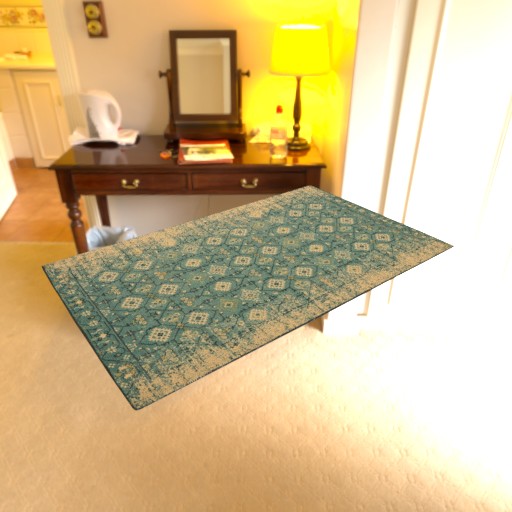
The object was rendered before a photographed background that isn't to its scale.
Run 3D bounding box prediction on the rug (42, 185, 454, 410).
[{"bbox_3d":[0.000,0.000,2.233,1.795,0.008,1.102,-21,36,-32],"label":"rug"}]
